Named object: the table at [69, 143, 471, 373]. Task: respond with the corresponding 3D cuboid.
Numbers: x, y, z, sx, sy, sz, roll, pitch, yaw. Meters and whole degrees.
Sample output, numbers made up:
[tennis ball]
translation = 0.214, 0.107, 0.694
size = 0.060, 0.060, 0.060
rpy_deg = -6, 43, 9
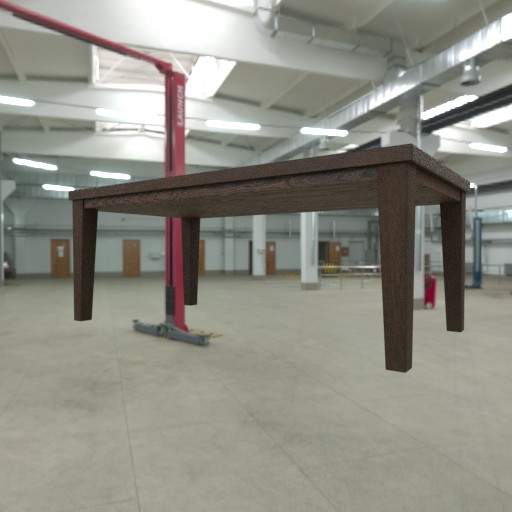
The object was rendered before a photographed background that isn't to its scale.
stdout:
[table]
translation = 0.000, 0.000, 2.440
size = 1.981, 0.762, 1.016
rpy_deg = 0, 1, 36
